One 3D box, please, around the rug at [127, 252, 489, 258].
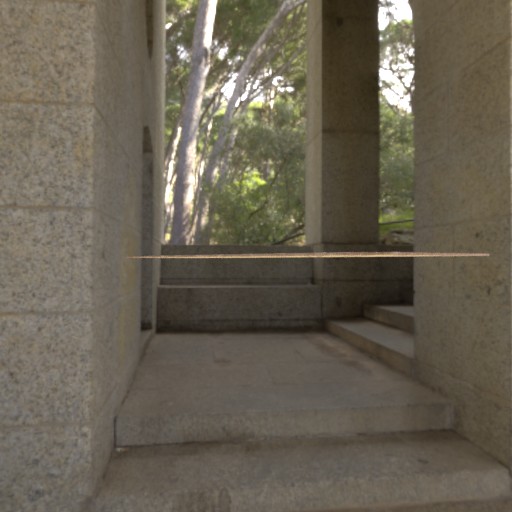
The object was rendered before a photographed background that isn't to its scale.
[{"bbox_3d":[0.000,0.000,2.670,0.685,0.013,2.437,0,-1,-37],"label":"rug"}]
